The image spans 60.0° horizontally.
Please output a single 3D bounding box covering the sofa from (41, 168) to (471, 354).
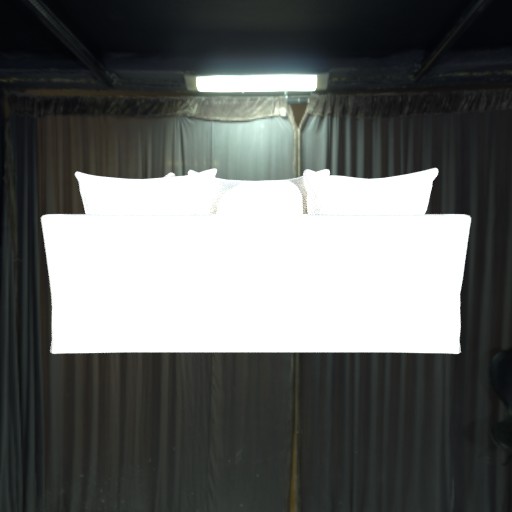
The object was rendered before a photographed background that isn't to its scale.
[{"bbox_3d":[0.000,0.000,2.827,2.290,1.034,1.031,0,0,0],"label":"sofa"}]
